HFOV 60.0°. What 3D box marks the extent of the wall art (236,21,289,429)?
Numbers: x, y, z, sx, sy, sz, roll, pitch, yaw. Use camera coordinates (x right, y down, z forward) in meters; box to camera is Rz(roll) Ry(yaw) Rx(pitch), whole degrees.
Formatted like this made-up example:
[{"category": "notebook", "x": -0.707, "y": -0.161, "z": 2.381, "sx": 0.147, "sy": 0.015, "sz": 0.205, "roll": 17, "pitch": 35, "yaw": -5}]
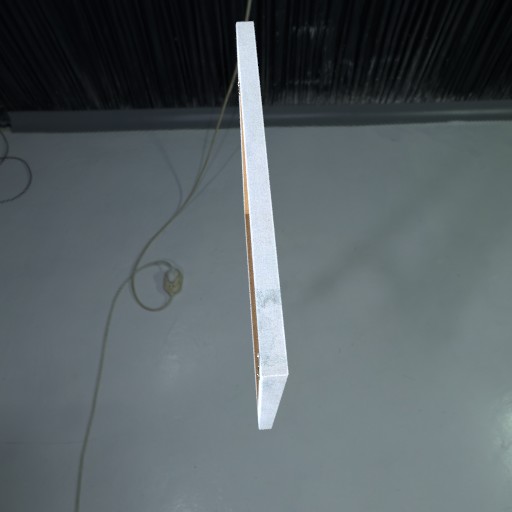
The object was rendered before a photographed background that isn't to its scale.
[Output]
[{"category": "wall art", "x": 0.000, "y": 0.000, "z": 1.135, "sx": 0.041, "sy": 0.762, "sz": 0.762, "roll": -3, "pitch": 63, "yaw": -2}]
